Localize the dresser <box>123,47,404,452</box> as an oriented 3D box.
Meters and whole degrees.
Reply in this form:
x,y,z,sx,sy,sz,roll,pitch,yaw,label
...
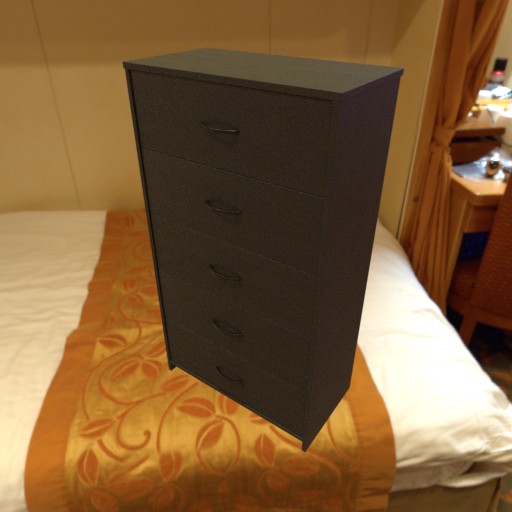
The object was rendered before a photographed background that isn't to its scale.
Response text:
x,y,z,sx,sy,sz,roll,pitch,yaw,label
0.000,0.000,1.568,0.704,1.255,0.399,21,38,30,dresser
